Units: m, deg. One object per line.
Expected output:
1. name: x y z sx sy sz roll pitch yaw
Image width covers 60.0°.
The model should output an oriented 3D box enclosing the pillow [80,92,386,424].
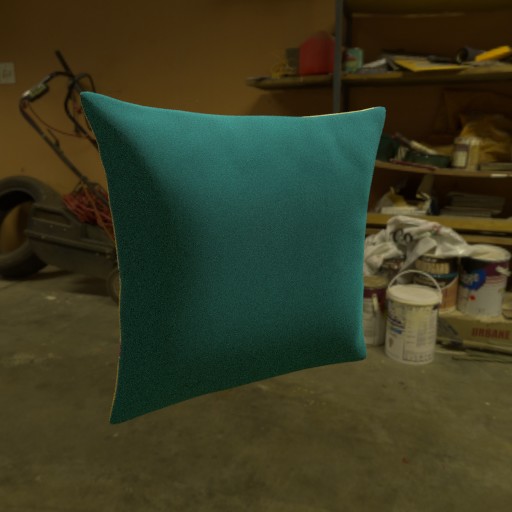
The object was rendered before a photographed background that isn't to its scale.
1. pillow: 0.000 0.000 0.764 0.525 0.508 0.166 -7 16 -26
